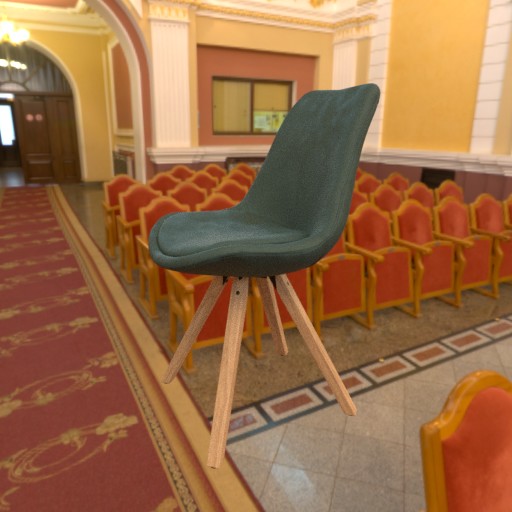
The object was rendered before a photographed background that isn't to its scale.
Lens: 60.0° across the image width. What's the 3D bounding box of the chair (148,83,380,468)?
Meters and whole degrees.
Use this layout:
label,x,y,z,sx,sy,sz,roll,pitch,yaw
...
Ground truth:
label,x,y,z,sx,sy,sz,roll,pitch,yaw
chair,0.000,0.000,1.185,0.547,0.865,0.483,-8,18,-26
